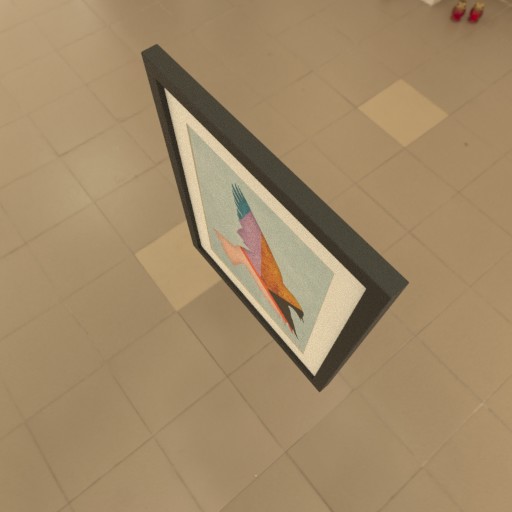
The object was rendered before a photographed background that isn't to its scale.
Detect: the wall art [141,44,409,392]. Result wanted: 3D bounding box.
[{"bbox_3d":[0.000,0.000,0.771,0.028,0.558,0.457,-36,69,-16],"label":"wall art"}]
